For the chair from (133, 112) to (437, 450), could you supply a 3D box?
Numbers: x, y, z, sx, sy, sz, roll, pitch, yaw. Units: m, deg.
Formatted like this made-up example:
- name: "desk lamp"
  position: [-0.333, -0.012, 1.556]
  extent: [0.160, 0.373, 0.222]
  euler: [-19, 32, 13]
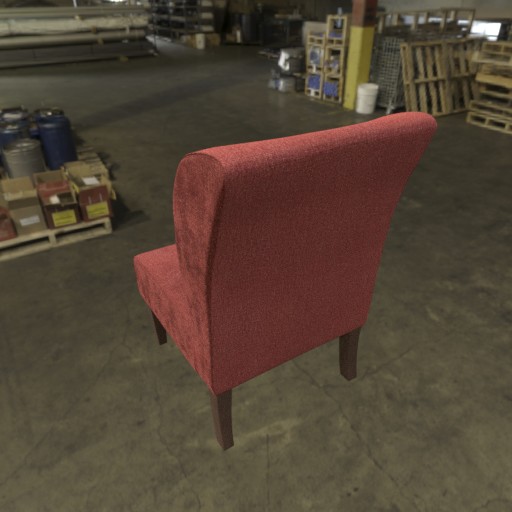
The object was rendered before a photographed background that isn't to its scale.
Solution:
- name: "chair"
  position: [0.000, 0.000, 1.250]
  extent: [0.538, 0.846, 0.640]
  euler: [-18, 36, -27]
